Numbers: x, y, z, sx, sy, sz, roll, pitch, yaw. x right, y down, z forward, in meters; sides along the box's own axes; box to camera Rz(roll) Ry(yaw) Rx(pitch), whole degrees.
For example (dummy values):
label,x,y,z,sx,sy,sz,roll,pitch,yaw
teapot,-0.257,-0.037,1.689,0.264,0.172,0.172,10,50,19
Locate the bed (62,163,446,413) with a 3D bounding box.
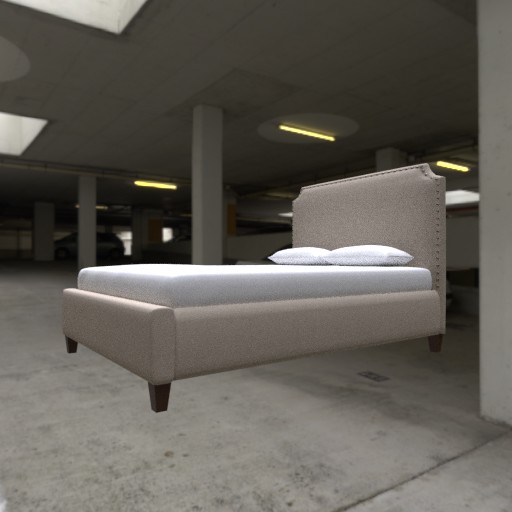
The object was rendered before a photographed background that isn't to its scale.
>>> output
label,x,y,z,sx,sy,sz,roll,pitch,yaw
bed,0.000,0.000,3.337,2.372,1.443,1.713,0,-1,-36
